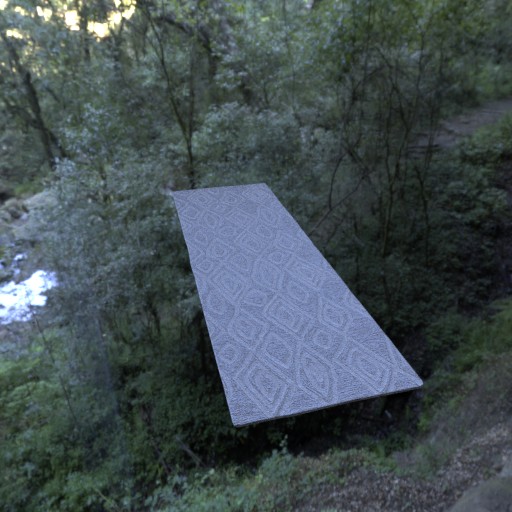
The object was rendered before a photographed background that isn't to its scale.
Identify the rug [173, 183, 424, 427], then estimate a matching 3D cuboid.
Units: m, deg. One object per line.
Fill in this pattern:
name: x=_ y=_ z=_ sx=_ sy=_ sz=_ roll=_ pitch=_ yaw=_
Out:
rug: x=0.000 y=0.000 z=2.743 sx=0.807 sy=0.013 sz=2.436 roll=-7 pitch=31 yaw=-13
